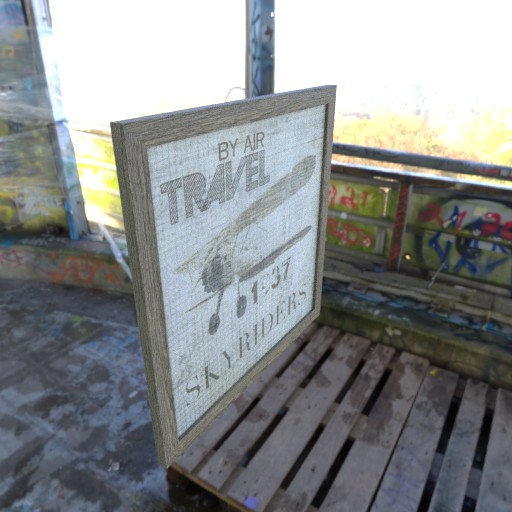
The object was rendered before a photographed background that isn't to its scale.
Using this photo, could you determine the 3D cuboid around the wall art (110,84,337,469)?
[{"bbox_3d":[0.000,0.000,0.752,0.019,0.508,0.508,17,31,30],"label":"wall art"}]
